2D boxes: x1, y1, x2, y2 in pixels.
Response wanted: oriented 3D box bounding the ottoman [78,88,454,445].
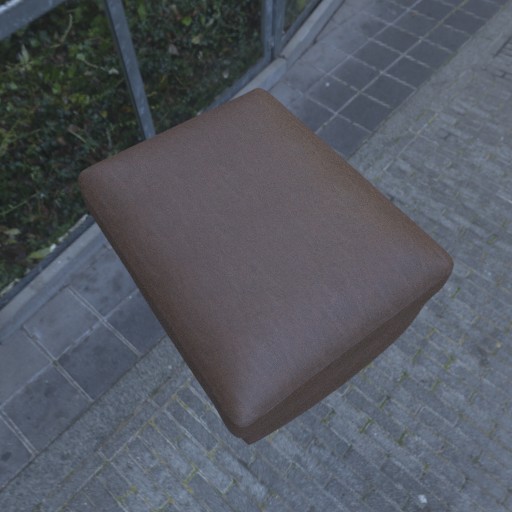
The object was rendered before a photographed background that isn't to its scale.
[{"bbox_3d":[0.000,0.000,1.216,0.635,0.508,0.787,-31,63,-18],"label":"ottoman"}]
